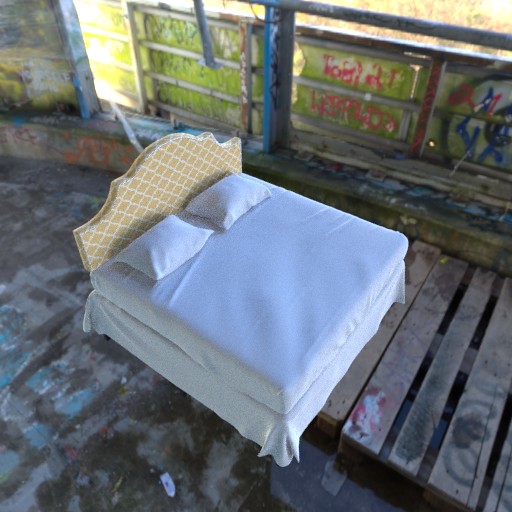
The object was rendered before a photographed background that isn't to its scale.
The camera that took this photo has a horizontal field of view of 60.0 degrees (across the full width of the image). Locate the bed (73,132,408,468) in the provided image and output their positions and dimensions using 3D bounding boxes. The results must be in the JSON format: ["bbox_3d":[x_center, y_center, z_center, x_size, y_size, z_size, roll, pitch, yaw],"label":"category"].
[{"bbox_3d":[0.000,0.000,3.771,2.222,1.601,2.314,26,47,27],"label":"bed"}]
